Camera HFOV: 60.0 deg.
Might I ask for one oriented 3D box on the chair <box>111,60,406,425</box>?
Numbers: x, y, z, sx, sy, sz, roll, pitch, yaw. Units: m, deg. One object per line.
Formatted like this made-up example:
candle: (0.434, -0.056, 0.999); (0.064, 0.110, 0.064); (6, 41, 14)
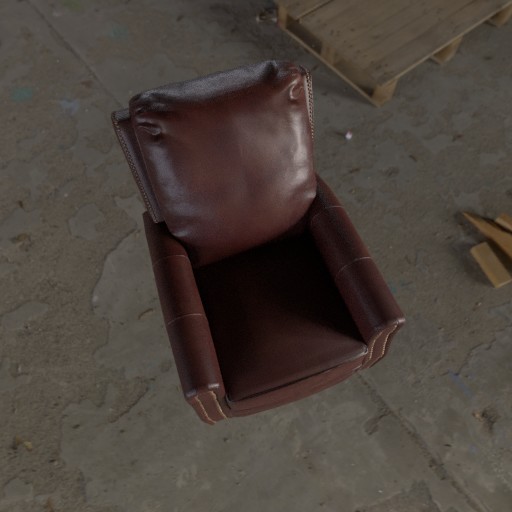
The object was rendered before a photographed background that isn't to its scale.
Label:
chair: (0.000, 0.000, 1.790); (0.826, 1.022, 1.089); (-17, 65, -8)
